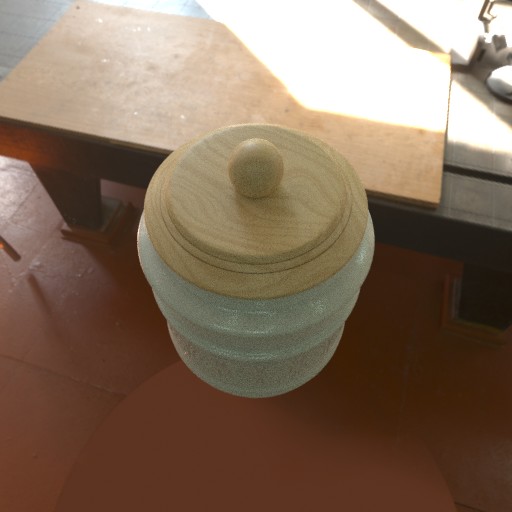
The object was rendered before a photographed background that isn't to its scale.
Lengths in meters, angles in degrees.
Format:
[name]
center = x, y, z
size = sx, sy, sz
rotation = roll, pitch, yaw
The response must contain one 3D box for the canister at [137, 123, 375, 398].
[canister]
center = 0.000, 0.000, 0.269
size = 0.130, 0.176, 0.130
rotation = 0, 57, 0
